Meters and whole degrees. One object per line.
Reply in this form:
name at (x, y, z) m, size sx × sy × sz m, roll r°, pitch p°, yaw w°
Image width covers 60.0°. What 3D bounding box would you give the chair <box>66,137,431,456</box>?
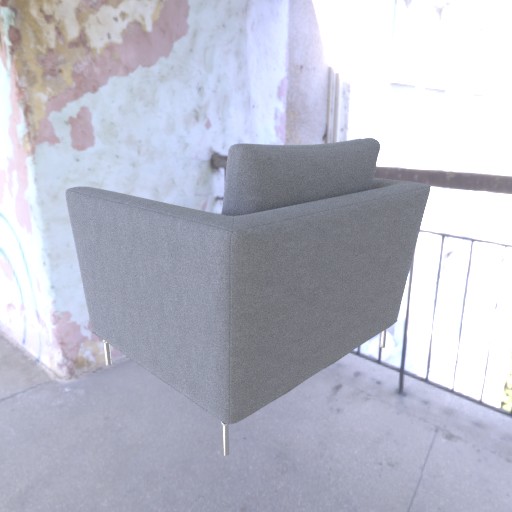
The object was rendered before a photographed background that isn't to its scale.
chair at (0.000, 0.000, 1.675) m, size 0.889 × 0.864 × 1.041 m, roll 16°, pitch 23°, yaw 42°
